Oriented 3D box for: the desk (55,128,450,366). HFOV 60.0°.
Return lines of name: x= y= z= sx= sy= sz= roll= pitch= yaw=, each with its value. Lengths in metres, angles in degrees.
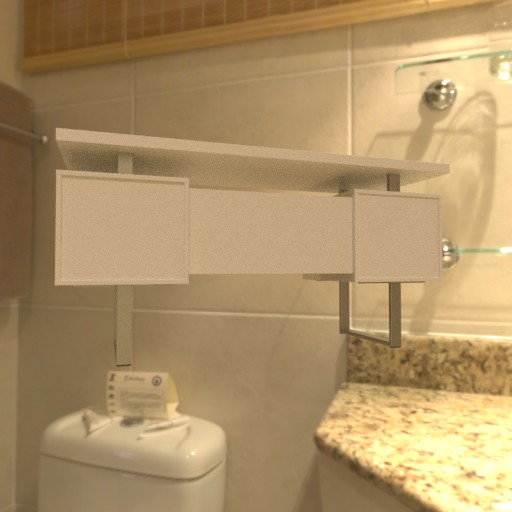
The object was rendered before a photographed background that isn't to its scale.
desk: x=0.000 y=0.000 z=1.905 sx=1.530 sy=0.773 sz=0.603 roll=1 pitch=-2 yaw=-19
